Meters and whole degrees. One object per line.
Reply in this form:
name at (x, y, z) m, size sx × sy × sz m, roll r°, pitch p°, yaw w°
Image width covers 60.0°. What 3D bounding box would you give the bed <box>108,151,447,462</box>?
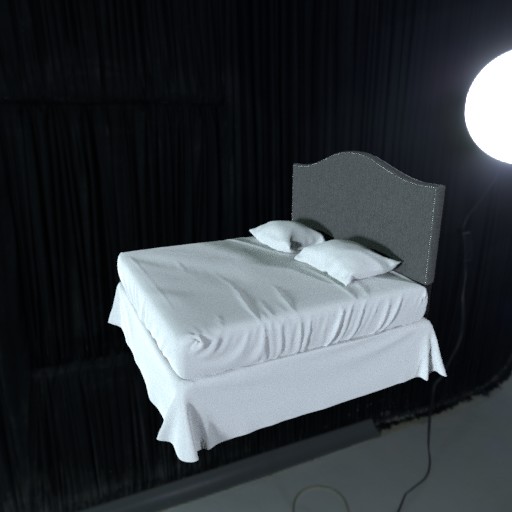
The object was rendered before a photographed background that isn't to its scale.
bed at (0.000, 0.000, 3.699) m, size 2.219 × 1.651 × 2.314 m, roll -8°, pitch 19°, yaw -25°
